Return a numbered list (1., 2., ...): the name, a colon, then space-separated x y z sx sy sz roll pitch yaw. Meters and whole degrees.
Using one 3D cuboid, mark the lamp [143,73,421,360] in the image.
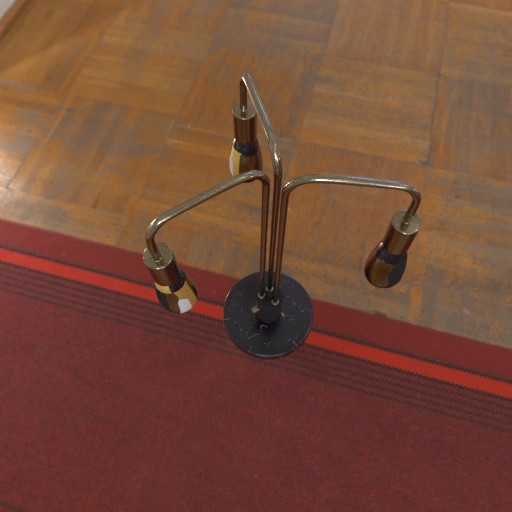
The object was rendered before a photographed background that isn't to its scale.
1. lamp: 0.000 0.000 0.790 0.368 0.560 0.355 -27 67 -13
